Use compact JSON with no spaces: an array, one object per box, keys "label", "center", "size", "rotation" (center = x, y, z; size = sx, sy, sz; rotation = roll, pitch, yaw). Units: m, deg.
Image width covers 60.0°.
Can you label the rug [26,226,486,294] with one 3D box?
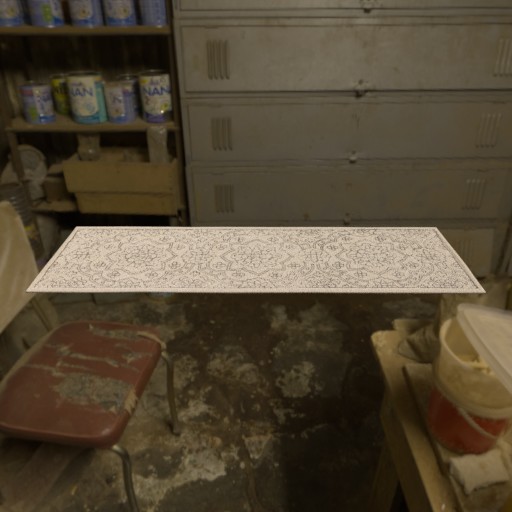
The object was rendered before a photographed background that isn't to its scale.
[{"label":"rug","center":[0.000,0.000,2.676],"size":[2.448,0.012,0.769],"rotation":[0,31,0]}]
